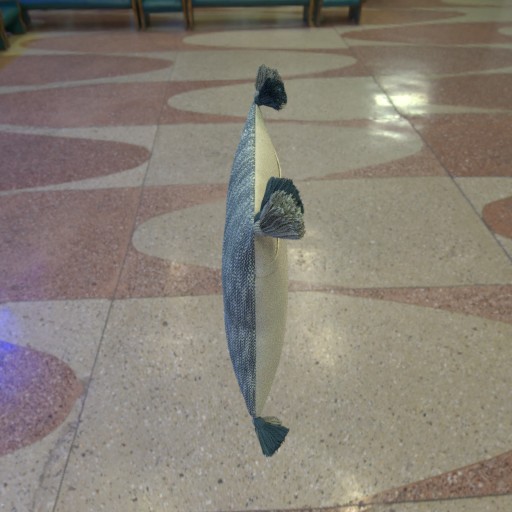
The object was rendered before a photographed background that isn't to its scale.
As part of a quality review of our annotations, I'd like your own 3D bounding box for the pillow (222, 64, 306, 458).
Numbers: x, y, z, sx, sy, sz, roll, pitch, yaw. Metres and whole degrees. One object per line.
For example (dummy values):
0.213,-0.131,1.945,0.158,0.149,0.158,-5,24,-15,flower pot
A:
0.000,0.000,0.938,0.138,0.634,0.614,0,40,0,pillow
